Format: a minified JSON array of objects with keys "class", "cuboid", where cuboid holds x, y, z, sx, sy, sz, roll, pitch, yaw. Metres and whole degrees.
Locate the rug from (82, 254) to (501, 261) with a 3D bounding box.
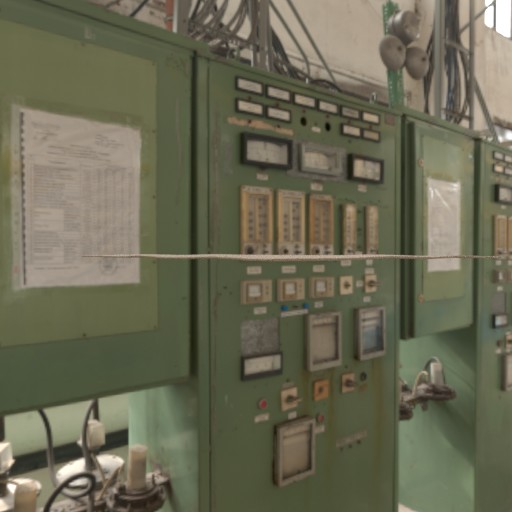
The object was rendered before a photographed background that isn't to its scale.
[{"class":"rug","cuboid":[0.000,0.000,2.242,1.220,0.013,1.829,0,1,-36]}]
